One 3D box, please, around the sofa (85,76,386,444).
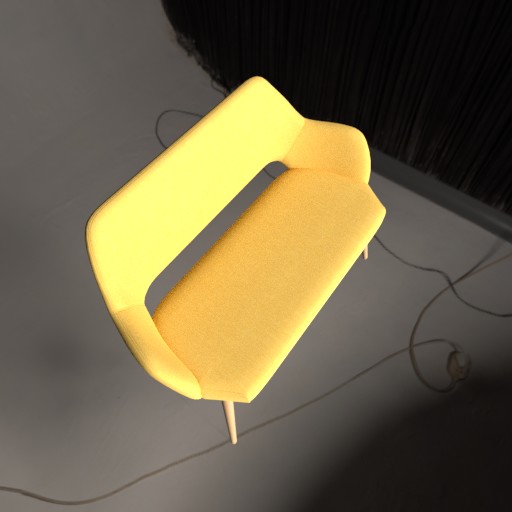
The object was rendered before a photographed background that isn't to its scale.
[{"bbox_3d":[0.000,0.000,1.634,0.610,0.840,1.150,32,63,18],"label":"sofa"}]
